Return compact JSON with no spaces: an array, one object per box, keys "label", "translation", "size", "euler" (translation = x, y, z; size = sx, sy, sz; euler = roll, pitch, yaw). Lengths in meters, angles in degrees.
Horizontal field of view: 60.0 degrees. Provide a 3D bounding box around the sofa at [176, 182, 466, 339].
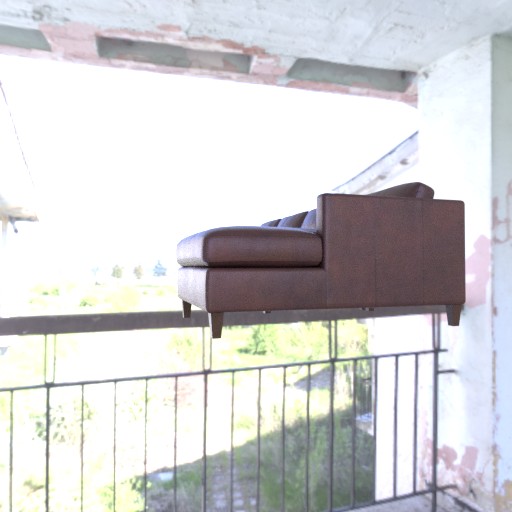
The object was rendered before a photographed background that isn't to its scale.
[{"label":"sofa","translation":[0.000,0.000,3.890],"size":[1.581,0.883,3.203],"euler":[0,-1,-18]}]
